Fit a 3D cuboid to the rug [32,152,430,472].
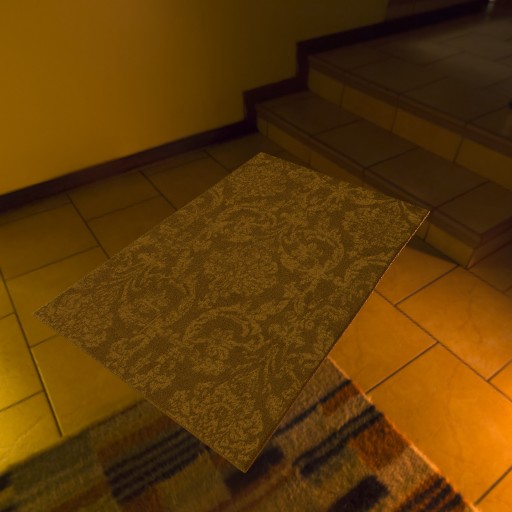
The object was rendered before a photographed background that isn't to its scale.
[{"bbox_3d":[0.000,0.000,2.304,1.206,0.012,1.824,25,48,26],"label":"rug"}]
